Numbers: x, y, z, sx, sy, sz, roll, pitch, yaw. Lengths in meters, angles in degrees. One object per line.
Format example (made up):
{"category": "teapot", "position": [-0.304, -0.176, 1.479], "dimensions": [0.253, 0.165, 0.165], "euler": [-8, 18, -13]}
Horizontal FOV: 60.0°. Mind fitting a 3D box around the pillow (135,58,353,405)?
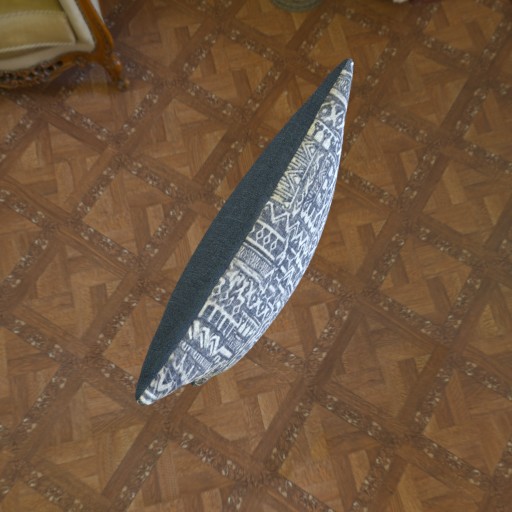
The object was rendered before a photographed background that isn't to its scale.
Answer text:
{"category": "pillow", "position": [0.000, 0.000, 0.799], "dimensions": [0.180, 0.487, 0.546], "euler": [30, 78, 7]}
